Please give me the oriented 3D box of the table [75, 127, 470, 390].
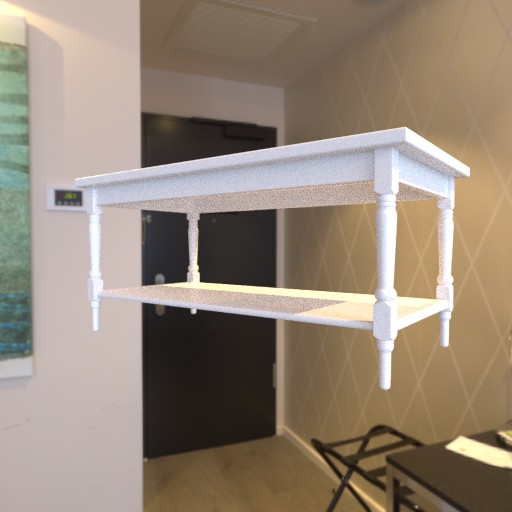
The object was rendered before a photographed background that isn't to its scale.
[{"bbox_3d":[0.000,0.000,1.378,1.107,0.510,0.550,1,2,37],"label":"table"}]
